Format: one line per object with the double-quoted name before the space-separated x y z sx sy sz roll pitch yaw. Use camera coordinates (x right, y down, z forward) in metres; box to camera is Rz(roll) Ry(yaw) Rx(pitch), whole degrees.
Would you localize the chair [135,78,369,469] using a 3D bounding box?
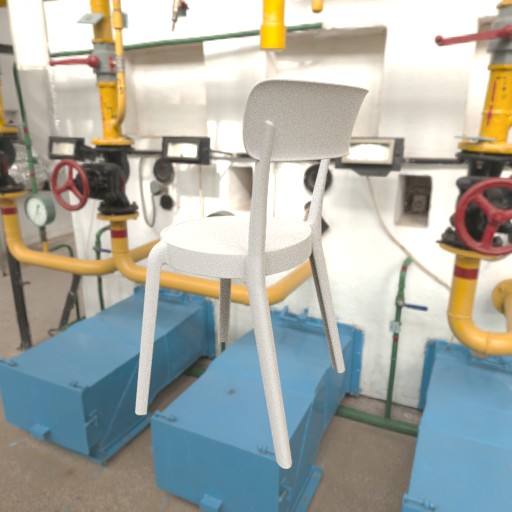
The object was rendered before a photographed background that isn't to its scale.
"chair" 0.000 0.000 1.118 0.491 0.790 0.506 8 19 25
